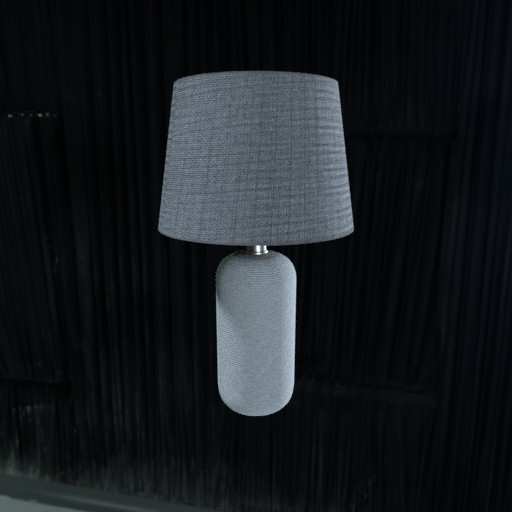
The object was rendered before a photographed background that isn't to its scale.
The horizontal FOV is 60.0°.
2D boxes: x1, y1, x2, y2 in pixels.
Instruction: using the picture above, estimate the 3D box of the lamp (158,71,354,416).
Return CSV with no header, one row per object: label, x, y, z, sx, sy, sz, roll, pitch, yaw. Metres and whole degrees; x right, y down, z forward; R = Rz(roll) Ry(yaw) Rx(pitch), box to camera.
lamp,0.000,0.000,0.592,0.251,0.429,0.251,0,13,0
